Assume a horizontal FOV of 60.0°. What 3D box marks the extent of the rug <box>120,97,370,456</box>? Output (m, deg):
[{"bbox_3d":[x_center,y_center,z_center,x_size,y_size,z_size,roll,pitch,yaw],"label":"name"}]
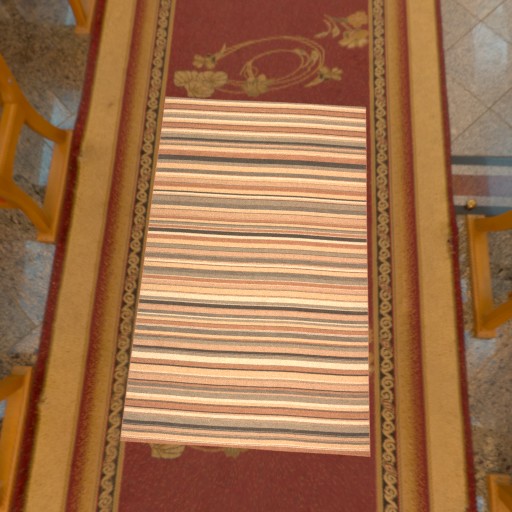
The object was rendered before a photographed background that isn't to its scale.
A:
[{"bbox_3d":[0.000,0.000,3.026,1.523,0.014,2.438,3,74,1],"label":"rug"}]
